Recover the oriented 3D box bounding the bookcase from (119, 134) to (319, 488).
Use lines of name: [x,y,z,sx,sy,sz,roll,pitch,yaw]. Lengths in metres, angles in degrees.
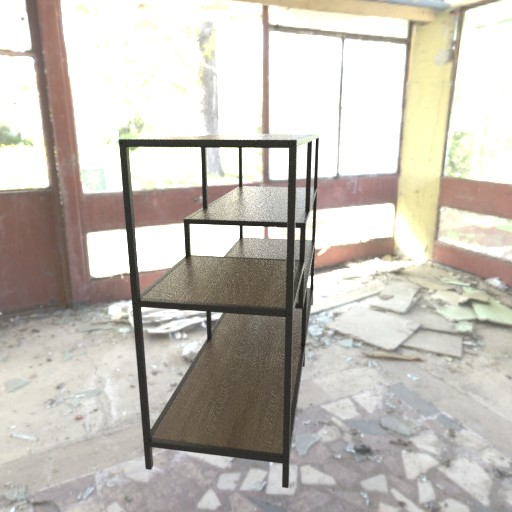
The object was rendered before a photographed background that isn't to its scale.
bookcase: [0.000,0.000,1.486,0.350,0.780,1.140,3,16,9]
